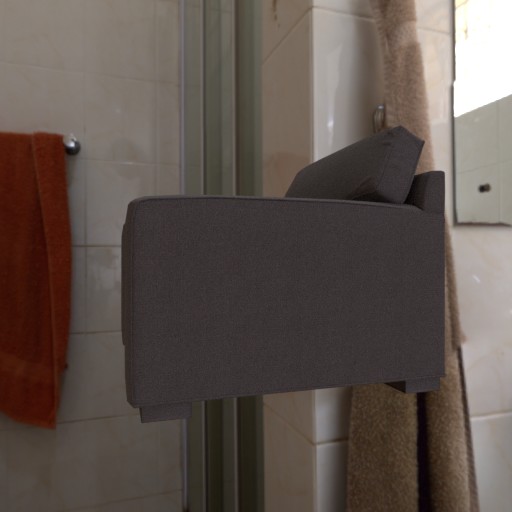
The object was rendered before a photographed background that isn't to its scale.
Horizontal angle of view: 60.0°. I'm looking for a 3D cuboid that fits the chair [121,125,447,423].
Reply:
[{"bbox_3d":[0.000,0.000,1.809,1.043,0.913,0.997,0,0,-18],"label":"chair"}]
